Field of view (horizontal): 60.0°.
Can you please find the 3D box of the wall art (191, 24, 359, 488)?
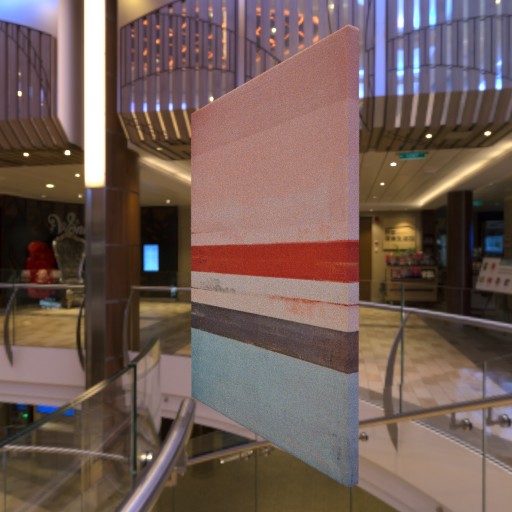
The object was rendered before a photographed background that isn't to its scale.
[{"bbox_3d":[0.000,0.000,1.293,0.039,1.016,0.761,0,0,-35],"label":"wall art"}]
